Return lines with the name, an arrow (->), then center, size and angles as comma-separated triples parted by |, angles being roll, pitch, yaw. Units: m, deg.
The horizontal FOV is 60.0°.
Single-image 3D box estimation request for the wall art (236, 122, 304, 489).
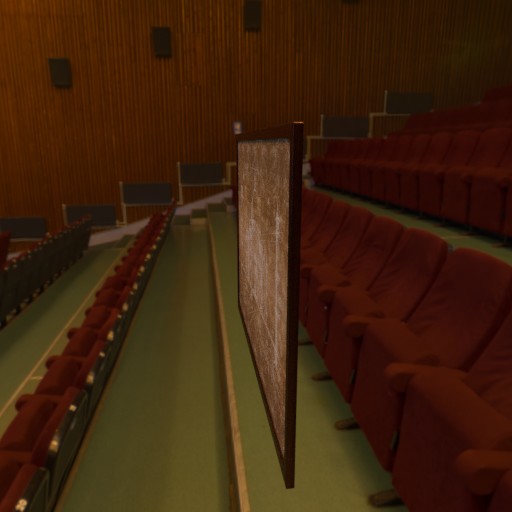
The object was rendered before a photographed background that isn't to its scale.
wall art -> 0.000, 0.000, 1.028 | 0.014, 0.559, 0.816 | -2, 14, -7
